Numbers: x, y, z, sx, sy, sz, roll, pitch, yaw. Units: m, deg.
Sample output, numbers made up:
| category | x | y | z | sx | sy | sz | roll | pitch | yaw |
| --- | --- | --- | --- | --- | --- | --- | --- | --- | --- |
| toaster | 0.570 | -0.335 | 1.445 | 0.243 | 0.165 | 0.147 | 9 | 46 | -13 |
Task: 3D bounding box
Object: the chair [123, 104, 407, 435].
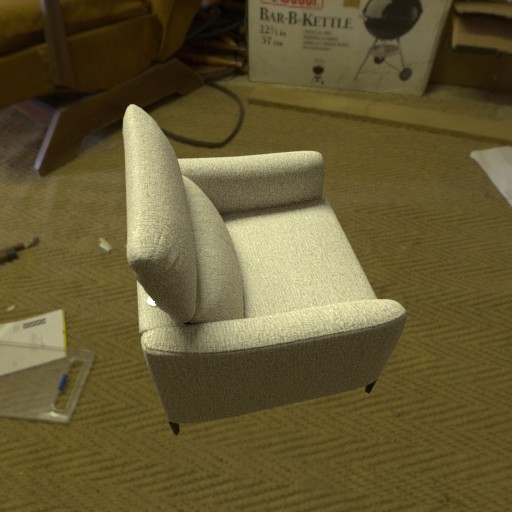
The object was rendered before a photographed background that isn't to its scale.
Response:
| category | x | y | z | sx | sy | sz | roll | pitch | yaw |
| --- | --- | --- | --- | --- | --- | --- | --- | --- | --- |
| chair | 0.000 | 0.000 | 1.677 | 0.835 | 0.967 | 0.972 | -9 | 48 | -8 |
